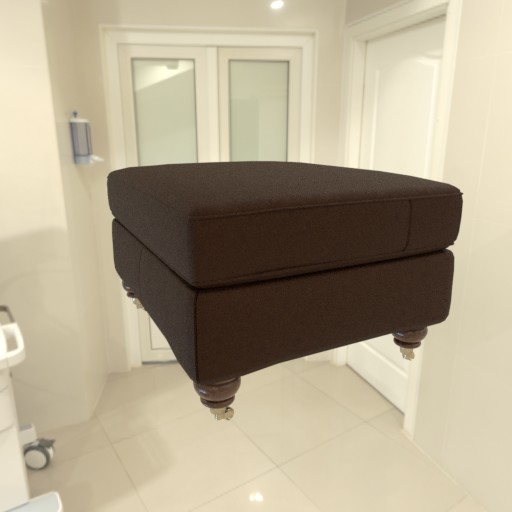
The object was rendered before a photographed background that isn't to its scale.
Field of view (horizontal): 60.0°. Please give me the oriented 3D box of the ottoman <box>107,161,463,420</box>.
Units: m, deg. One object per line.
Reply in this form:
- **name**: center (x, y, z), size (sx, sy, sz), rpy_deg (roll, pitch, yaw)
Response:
- **ottoman**: center (0.000, 0.000, 1.828), size (0.967, 0.730, 1.187), rpy_deg (-8, 17, -26)
